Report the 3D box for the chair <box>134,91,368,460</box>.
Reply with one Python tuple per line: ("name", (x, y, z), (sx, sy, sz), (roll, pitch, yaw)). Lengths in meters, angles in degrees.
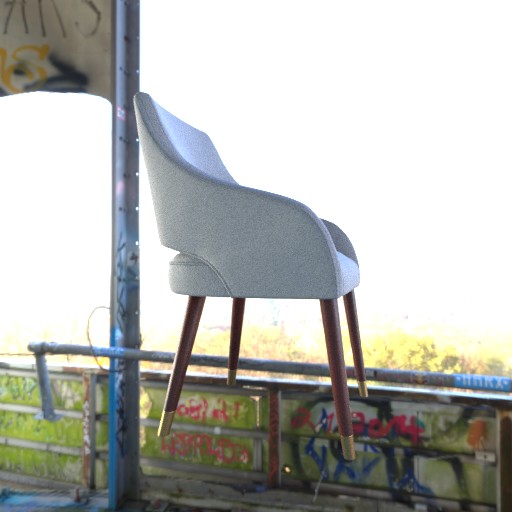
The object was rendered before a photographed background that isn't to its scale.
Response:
("chair", (0.000, 0.000, 1.283), (0.600, 0.889, 0.609), (0, -1, 17))
